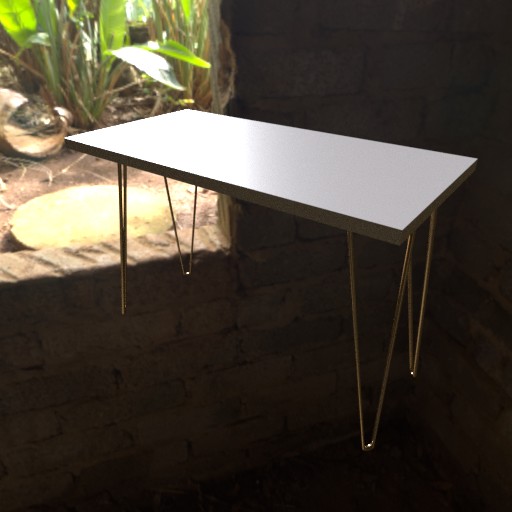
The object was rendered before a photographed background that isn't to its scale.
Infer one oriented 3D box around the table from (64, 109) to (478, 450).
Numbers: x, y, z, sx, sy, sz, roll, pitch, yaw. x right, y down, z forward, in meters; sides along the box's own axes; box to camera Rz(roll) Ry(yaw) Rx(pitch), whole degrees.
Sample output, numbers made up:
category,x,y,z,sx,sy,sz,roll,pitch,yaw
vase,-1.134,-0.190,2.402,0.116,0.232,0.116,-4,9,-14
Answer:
category,x,y,z,sx,sy,sz,roll,pitch,yaw
table,0.000,0.000,1.337,0.991,0.660,0.498,20,35,31
